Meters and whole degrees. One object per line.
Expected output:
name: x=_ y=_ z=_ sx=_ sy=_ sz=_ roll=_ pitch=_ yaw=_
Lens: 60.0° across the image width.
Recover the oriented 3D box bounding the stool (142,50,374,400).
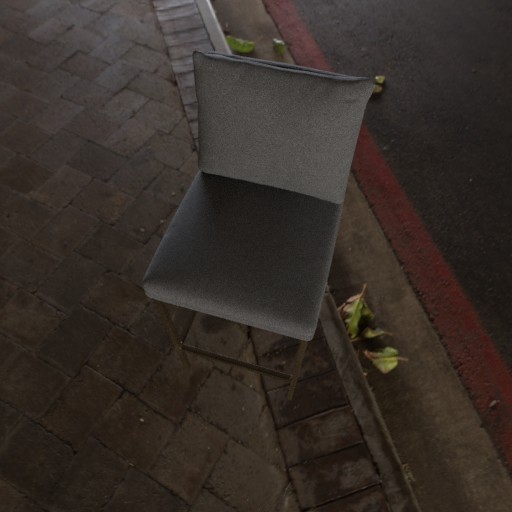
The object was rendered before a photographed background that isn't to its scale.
stool: x=0.000 y=0.000 z=1.411 sx=0.463 sy=1.130 sz=0.569 roll=14 pitch=60 yaw=8
